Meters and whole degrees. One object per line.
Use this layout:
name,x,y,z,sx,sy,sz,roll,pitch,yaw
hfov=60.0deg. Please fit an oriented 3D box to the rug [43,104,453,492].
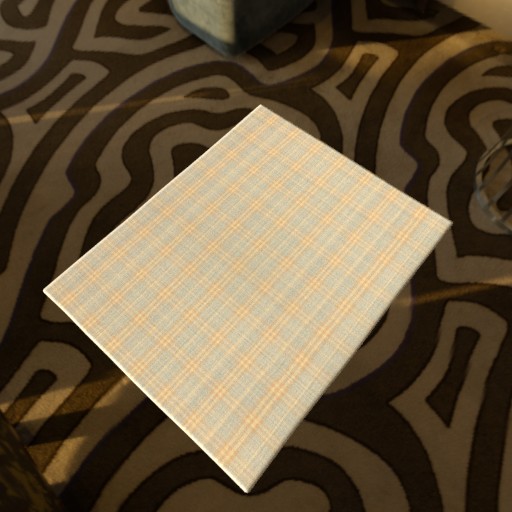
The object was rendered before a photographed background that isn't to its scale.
rug,0.000,0.000,4.145,2.462,0.030,3.066,37,68,18
